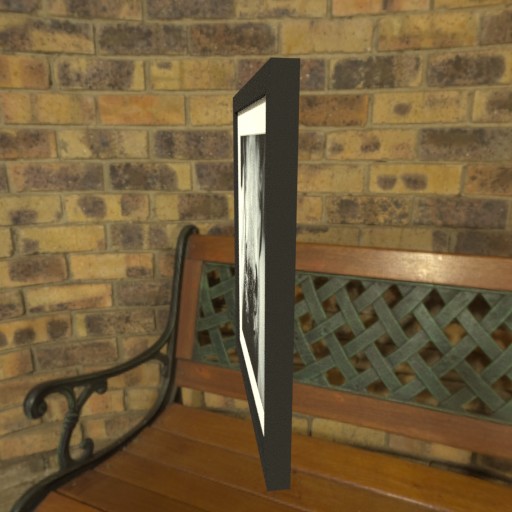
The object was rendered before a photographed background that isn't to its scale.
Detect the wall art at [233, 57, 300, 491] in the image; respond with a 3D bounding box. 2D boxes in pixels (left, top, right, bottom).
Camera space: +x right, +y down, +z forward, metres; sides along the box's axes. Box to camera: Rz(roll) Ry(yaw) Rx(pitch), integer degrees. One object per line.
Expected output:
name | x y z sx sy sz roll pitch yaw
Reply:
wall art | 0.000 0.000 0.767 0.033 0.559 0.457 -2 15 -8
